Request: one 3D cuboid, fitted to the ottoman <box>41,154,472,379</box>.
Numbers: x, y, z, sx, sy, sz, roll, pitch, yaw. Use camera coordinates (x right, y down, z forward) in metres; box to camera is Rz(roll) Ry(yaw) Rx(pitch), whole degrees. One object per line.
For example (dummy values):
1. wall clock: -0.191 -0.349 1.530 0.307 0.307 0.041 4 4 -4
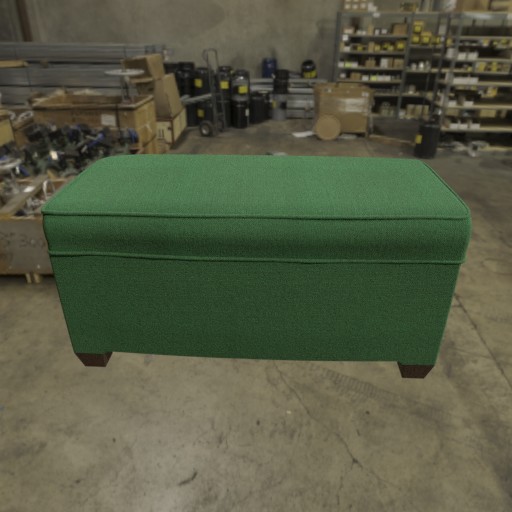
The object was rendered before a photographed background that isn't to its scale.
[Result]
1. ottoman: 0.000 0.000 1.227 0.957 0.471 0.483 1 29 3
